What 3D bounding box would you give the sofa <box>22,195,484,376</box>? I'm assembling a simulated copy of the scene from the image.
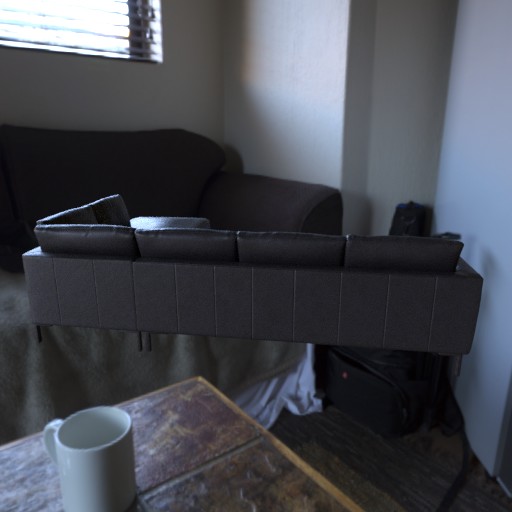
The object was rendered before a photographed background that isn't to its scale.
[{"bbox_3d":[0.000,0.000,3.737,2.984,0.877,1.938,2,17,8],"label":"sofa"}]
